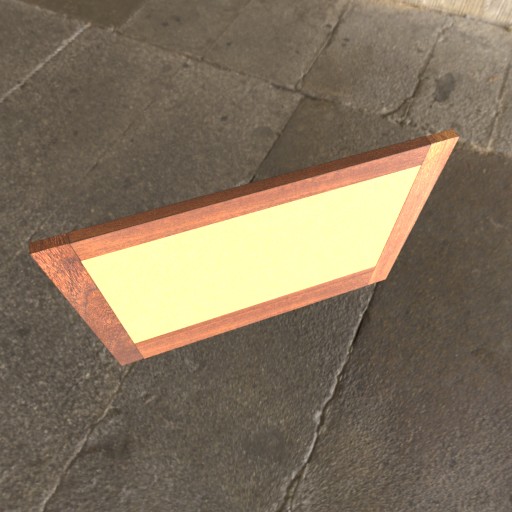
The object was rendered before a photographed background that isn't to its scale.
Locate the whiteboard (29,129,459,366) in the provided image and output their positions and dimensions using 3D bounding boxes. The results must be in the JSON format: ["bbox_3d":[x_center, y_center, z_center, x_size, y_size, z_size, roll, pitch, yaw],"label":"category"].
[{"bbox_3d":[0.000,0.000,1.022,0.783,0.559,0.083,-17,60,-10],"label":"whiteboard"}]
